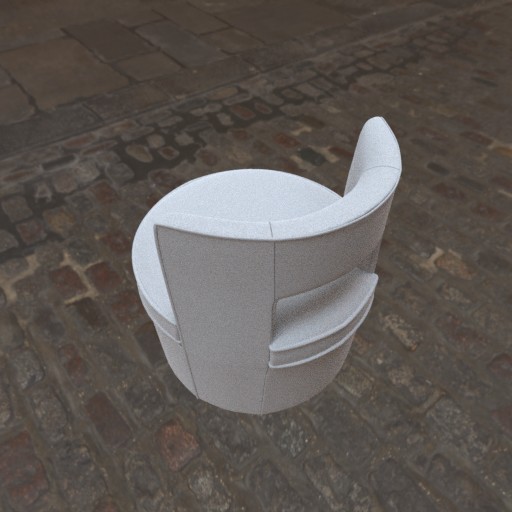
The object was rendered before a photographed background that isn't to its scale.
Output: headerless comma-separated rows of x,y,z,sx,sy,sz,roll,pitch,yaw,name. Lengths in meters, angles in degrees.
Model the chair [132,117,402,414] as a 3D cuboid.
0.000,0.000,1.221,0.650,0.723,0.665,-30,53,-26,chair
